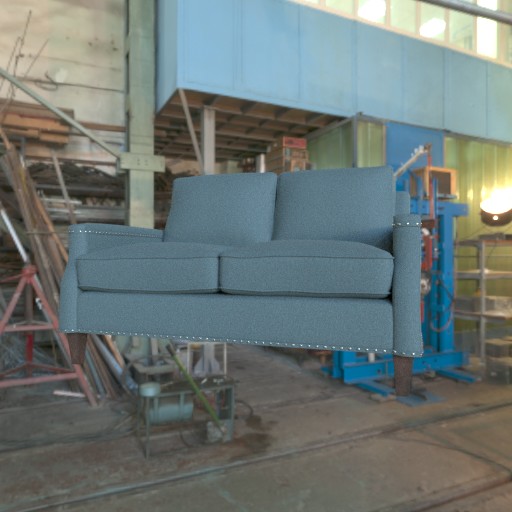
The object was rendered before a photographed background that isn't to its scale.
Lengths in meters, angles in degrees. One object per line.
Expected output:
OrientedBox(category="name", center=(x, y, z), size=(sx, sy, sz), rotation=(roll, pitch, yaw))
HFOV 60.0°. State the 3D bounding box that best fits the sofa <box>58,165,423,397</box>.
OrientedBox(category="sofa", center=(0.000, 0.000, 2.285), size=(1.597, 1.003, 1.084), rotation=(0, 0, 19))
